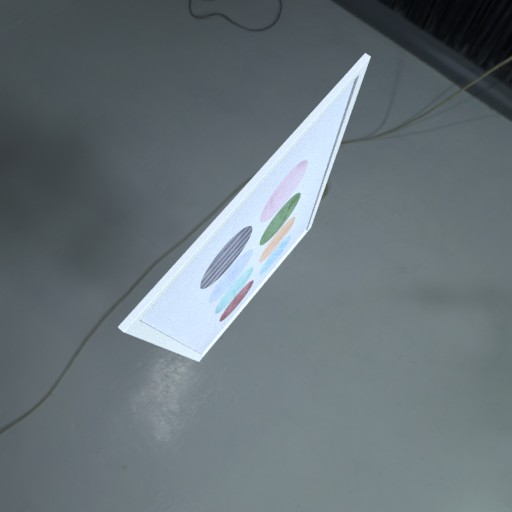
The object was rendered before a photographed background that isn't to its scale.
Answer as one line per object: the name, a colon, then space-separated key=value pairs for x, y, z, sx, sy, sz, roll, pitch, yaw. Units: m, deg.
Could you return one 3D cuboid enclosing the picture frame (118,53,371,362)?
picture frame: x=0.000 y=0.000 z=1.207 sx=0.013 sy=0.940 sz=0.659 roll=38 pitch=77 yaw=10
